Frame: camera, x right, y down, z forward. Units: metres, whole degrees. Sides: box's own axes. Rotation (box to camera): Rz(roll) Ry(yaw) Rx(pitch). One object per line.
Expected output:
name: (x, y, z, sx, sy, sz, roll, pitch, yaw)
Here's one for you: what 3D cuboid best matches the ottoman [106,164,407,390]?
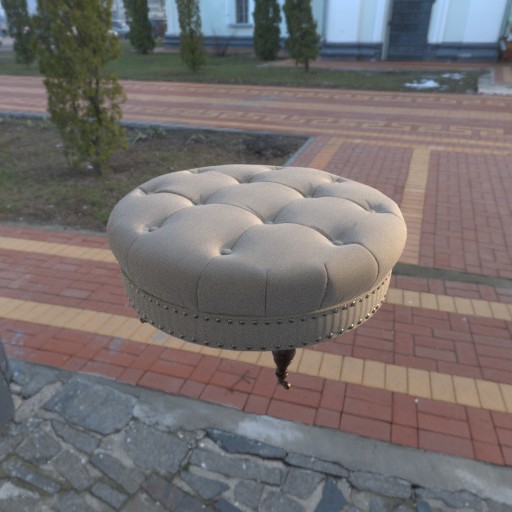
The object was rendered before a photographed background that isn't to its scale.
ottoman: (0.000, 0.000, 1.448, 0.901, 0.439, 0.901, 0, 28, 0)
